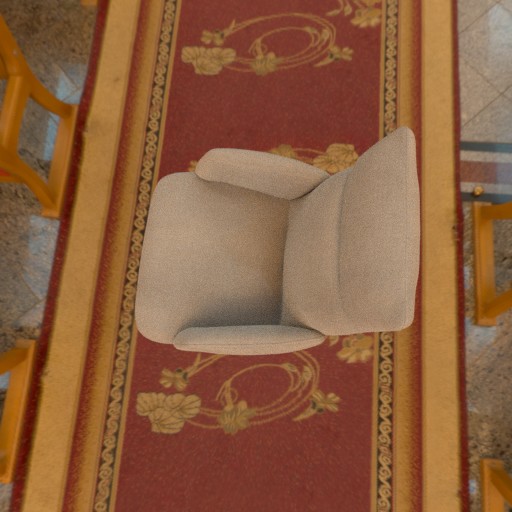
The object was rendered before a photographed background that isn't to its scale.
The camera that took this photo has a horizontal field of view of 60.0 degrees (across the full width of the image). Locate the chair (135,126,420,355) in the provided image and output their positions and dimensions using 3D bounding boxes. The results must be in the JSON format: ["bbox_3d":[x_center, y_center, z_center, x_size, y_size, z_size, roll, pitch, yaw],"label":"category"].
[{"bbox_3d":[0.000,0.000,1.600,0.889,1.016,0.711,5,76,1],"label":"chair"}]
